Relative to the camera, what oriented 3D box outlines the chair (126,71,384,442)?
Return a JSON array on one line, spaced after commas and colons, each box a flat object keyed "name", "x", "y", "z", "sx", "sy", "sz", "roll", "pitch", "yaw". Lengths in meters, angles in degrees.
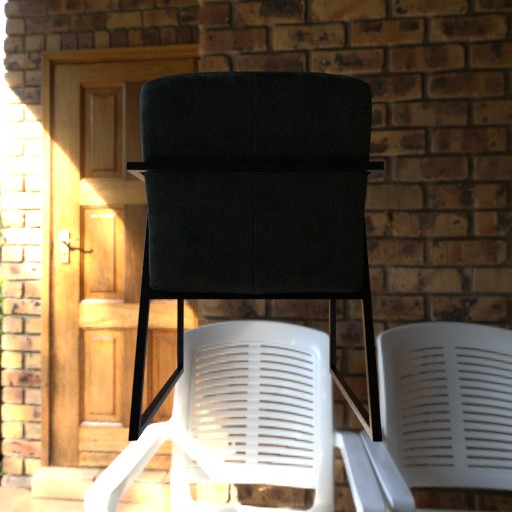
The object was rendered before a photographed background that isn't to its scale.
[{"name": "chair", "x": 0.000, "y": 0.000, "z": 1.301, "sx": 0.571, "sy": 0.833, "sz": 0.677, "roll": 0, "pitch": 0, "yaw": 1}]
